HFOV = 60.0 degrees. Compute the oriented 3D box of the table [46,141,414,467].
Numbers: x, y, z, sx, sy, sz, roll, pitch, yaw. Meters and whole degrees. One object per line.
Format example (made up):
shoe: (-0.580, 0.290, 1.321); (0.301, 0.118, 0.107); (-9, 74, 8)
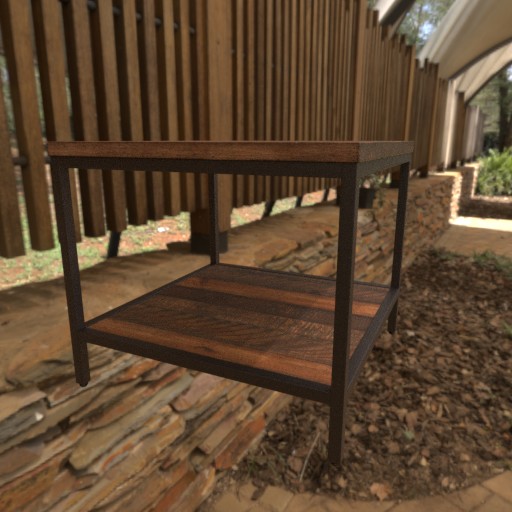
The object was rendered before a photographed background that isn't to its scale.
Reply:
table: (0.000, 0.000, 0.961); (0.548, 0.482, 0.553); (7, 16, 25)
